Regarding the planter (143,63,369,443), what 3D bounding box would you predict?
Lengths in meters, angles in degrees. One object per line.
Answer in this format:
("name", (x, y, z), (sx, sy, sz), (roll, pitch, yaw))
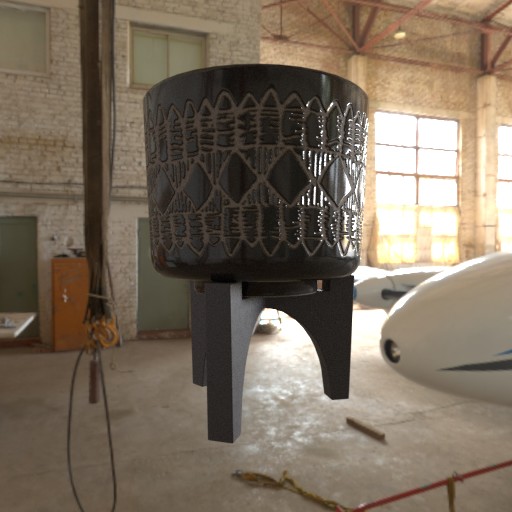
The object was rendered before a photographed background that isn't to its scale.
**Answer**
("planter", (0.000, 0.000, 0.397), (0.196, 0.264, 0.196), (0, 1, 17))
